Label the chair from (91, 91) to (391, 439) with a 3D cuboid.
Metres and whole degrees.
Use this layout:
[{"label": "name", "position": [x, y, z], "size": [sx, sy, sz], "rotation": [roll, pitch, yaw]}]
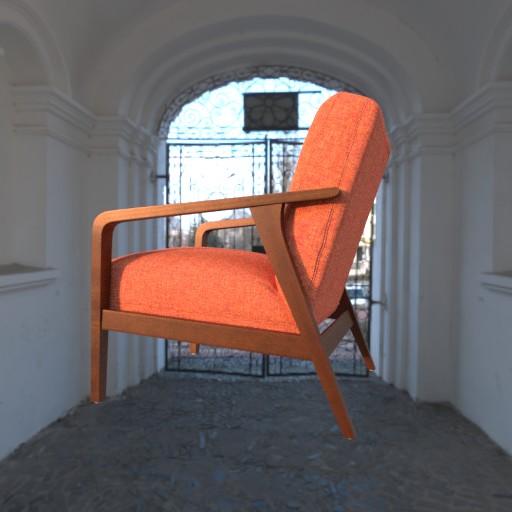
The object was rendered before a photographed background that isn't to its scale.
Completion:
[{"label": "chair", "position": [0.000, 0.000, 1.516], "size": [0.860, 0.890, 0.719], "rotation": [0, 1, 19]}]
